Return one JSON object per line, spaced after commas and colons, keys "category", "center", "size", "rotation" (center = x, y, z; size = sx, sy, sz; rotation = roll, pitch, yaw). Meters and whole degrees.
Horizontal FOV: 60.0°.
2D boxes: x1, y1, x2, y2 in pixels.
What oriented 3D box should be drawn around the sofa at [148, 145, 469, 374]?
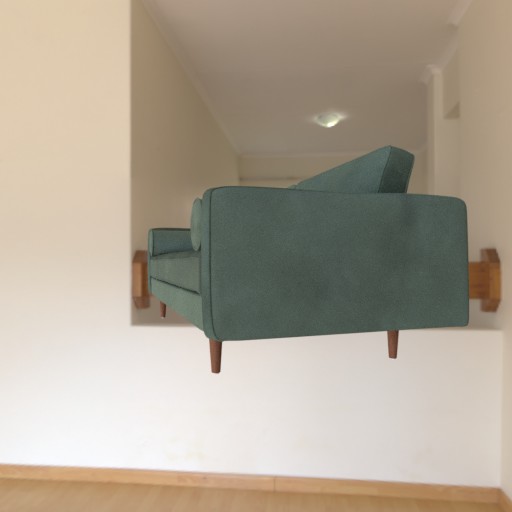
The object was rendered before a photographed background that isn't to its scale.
{"category": "sofa", "center": [0.000, 0.000, 2.234], "size": [0.916, 0.772, 1.880], "rotation": [0, -1, -19]}
